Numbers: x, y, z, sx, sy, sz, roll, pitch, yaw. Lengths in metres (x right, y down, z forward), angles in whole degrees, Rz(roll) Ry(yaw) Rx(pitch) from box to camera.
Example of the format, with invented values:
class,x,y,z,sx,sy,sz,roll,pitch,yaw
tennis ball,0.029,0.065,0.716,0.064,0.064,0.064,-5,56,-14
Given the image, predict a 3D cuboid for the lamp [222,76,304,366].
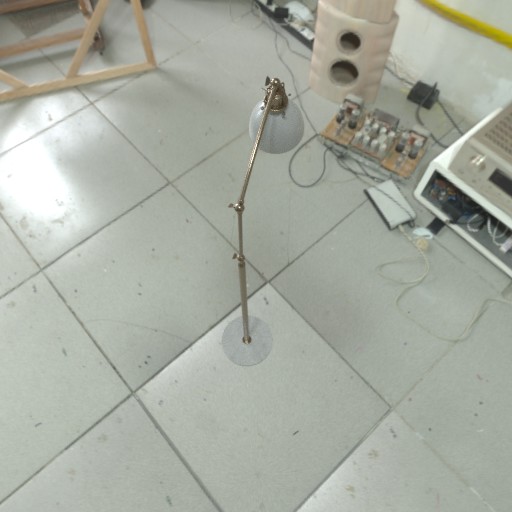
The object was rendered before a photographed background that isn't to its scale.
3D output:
class,x,y,z,sx,sy,sz,roll,pitch,yaw
lamp,0.000,0.000,1.879,0.288,1.586,0.599,17,65,8
